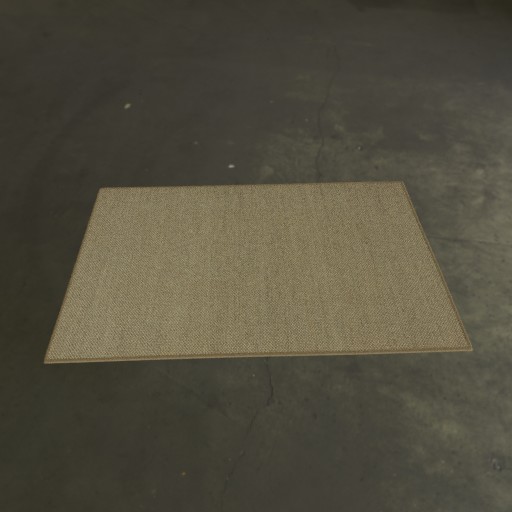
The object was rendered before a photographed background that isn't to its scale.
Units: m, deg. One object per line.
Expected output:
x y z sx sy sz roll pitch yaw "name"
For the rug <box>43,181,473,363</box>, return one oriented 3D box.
0.000 0.000 2.072 1.667 0.013 1.062 -1 47 -1 "rug"
